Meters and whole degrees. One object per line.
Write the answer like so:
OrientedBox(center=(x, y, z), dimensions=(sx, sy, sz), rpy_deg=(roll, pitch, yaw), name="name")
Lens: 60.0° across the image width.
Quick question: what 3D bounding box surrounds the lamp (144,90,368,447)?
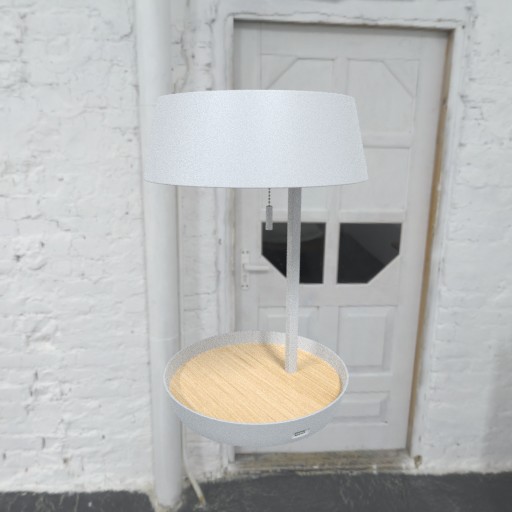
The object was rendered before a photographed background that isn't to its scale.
OrientedBox(center=(0.000, 0.000, 0.618), dimensions=(0.291, 0.429, 0.291), rpy_deg=(0, 15, 0), name="lamp")
